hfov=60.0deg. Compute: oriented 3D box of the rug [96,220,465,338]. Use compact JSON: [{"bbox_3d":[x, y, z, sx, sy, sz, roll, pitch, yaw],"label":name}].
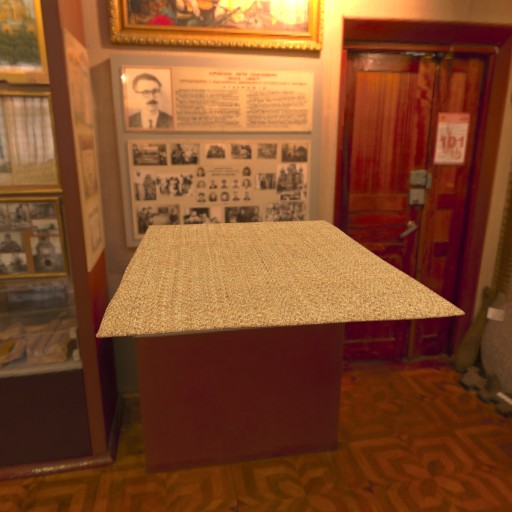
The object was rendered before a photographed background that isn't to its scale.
[{"bbox_3d":[0.000,0.000,2.808,1.566,0.013,2.141,-2,16,-8],"label":"rug"}]
